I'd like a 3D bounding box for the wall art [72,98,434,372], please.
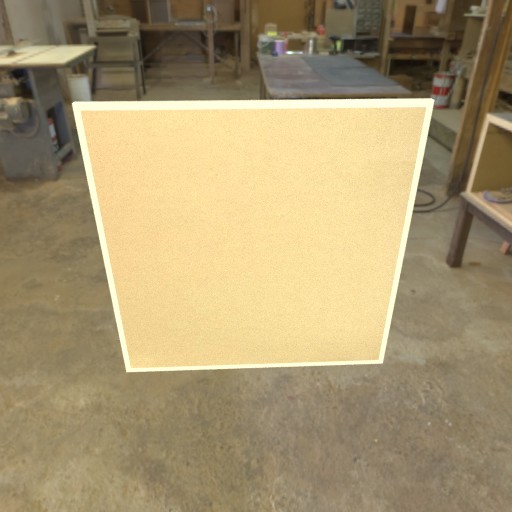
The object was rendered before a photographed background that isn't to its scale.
[{"bbox_3d":[0.000,0.000,0.827,0.557,0.557,0.012,-1,31,-2],"label":"wall art"}]
